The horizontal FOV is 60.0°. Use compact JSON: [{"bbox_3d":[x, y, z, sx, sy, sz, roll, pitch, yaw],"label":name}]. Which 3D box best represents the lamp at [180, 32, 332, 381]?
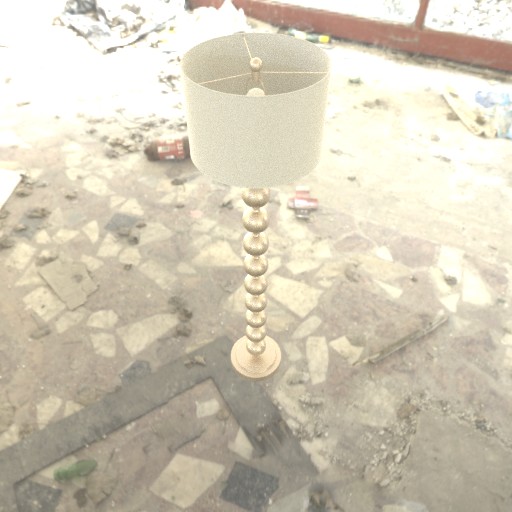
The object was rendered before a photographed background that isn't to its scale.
[{"bbox_3d":[0.000,0.000,1.674,0.394,1.474,0.394,-32,54,-27],"label":"lamp"}]
